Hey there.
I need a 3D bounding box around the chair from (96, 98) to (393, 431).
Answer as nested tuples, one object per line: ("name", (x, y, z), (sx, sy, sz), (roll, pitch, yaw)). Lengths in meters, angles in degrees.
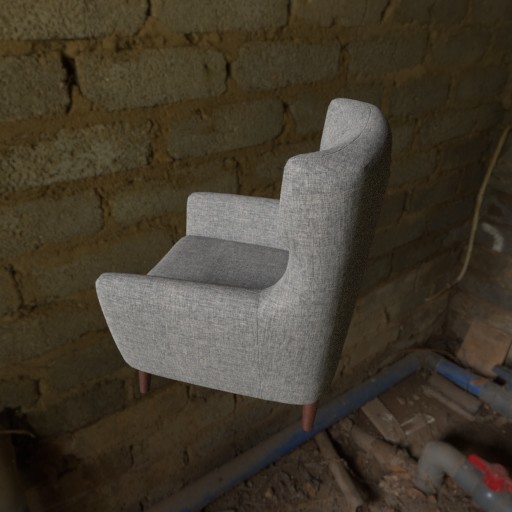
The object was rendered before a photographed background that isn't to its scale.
("chair", (0.000, 0.000, 1.722), (0.904, 1.063, 0.878), (8, 30, 14))
